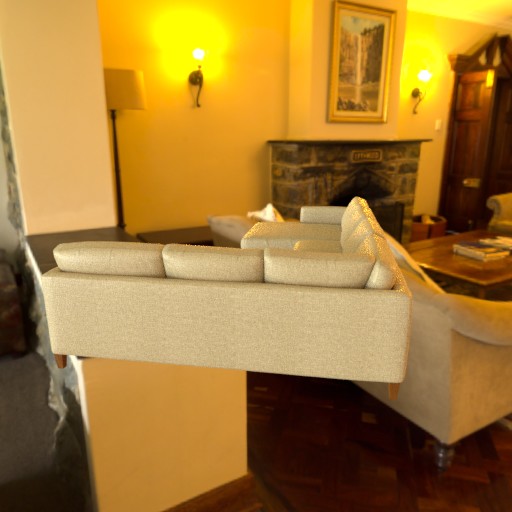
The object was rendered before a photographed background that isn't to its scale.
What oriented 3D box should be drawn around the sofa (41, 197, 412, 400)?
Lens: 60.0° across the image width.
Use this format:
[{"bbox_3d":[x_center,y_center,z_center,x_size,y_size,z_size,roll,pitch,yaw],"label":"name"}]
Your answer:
[{"bbox_3d":[0.000,0.000,4.640,2.594,0.961,3.460,3,16,9],"label":"sofa"}]
